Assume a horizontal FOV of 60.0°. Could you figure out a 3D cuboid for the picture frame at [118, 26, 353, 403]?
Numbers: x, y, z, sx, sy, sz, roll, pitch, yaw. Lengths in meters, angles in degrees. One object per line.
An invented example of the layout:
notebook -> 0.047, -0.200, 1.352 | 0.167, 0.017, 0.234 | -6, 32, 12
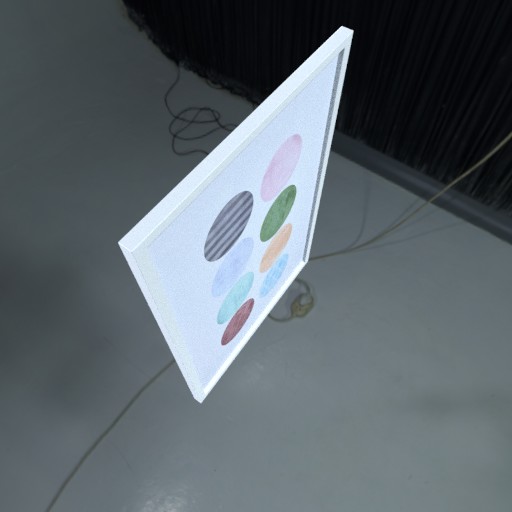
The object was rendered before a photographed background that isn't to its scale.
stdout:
picture frame -> 0.000, 0.000, 0.547 | 0.013, 0.434, 0.305 | 31, 64, 17
